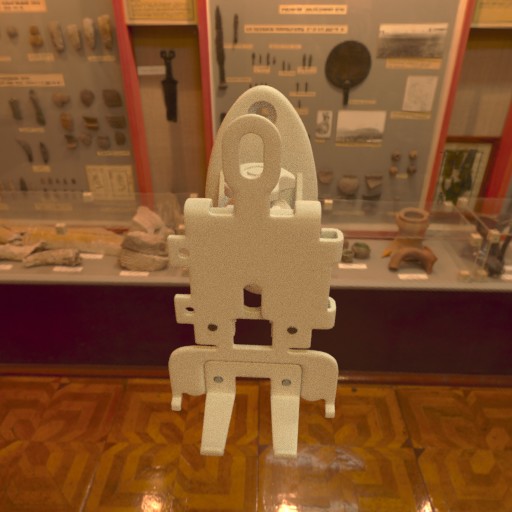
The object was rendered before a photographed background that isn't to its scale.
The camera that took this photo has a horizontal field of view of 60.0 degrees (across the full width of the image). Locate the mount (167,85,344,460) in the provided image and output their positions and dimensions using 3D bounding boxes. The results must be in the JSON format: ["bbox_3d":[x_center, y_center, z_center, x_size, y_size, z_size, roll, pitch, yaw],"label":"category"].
[{"bbox_3d":[0.000,0.000,0.172,0.066,0.118,0.100,2,31,3],"label":"mount"}]
